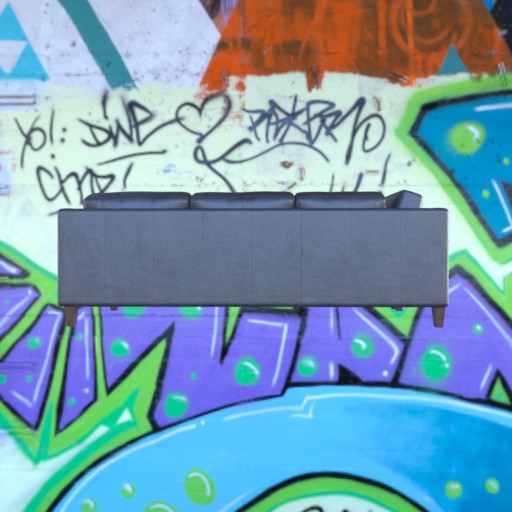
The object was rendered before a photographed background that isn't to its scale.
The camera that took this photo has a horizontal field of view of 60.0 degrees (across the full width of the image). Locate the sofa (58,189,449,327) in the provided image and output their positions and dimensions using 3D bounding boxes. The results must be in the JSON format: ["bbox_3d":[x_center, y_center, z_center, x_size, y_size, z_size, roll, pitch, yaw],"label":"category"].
[{"bbox_3d":[0.000,0.000,4.414,2.452,0.891,3.324,0,0,1],"label":"sofa"}]
